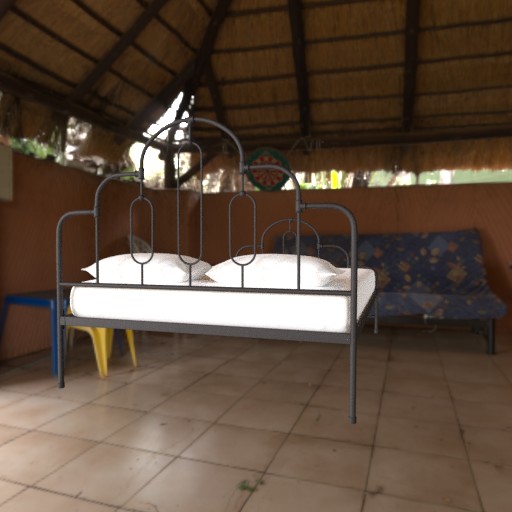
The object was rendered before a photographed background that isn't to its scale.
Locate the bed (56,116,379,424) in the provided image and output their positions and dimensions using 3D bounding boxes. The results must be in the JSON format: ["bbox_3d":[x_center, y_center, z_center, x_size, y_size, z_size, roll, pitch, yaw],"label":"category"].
[{"bbox_3d":[0.000,0.000,3.219,1.640,1.429,2.163,0,1,18],"label":"bed"}]
